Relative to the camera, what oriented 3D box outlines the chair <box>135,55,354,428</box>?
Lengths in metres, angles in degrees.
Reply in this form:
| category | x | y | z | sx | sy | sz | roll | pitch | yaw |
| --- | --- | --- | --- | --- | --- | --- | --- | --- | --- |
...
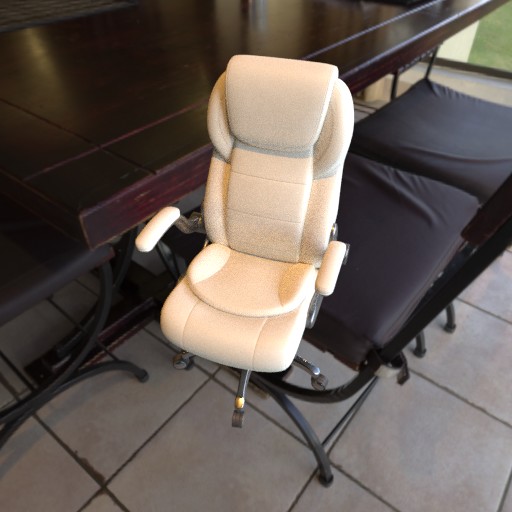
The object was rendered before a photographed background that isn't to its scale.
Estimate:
| category | x | y | z | sx | sy | sz | roll | pitch | yaw |
| --- | --- | --- | --- | --- | --- | --- | --- | --- | --- |
| chair | 0.000 | 0.000 | 1.797 | 0.755 | 1.330 | 0.806 | 13 | 42 | 14 |
